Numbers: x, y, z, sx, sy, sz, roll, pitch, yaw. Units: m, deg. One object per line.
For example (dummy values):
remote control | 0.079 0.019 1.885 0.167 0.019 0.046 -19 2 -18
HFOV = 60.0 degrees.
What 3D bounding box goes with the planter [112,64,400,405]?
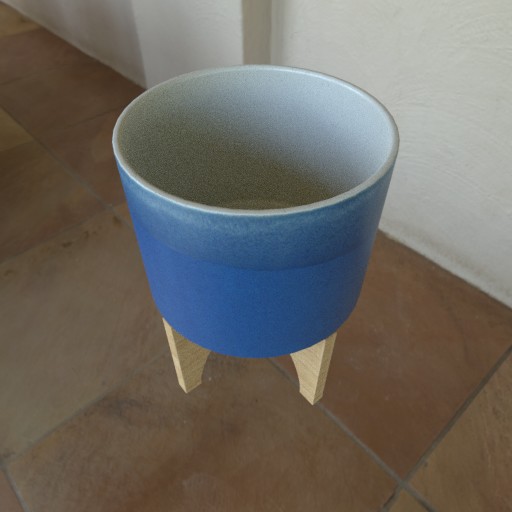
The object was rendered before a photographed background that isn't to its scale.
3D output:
planter | 0.000 0.000 0.398 0.192 0.263 0.192 0 46 0
